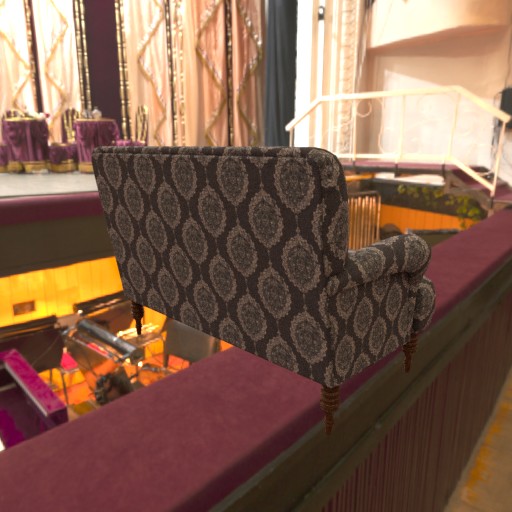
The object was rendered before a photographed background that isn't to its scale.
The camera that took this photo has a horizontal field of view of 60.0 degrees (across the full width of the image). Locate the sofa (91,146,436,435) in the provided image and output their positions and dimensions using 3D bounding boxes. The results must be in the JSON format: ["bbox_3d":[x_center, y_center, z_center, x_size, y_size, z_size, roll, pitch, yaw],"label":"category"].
[{"bbox_3d":[0.000,0.000,1.802,1.297,0.867,0.779,13,19,42],"label":"sofa"}]
